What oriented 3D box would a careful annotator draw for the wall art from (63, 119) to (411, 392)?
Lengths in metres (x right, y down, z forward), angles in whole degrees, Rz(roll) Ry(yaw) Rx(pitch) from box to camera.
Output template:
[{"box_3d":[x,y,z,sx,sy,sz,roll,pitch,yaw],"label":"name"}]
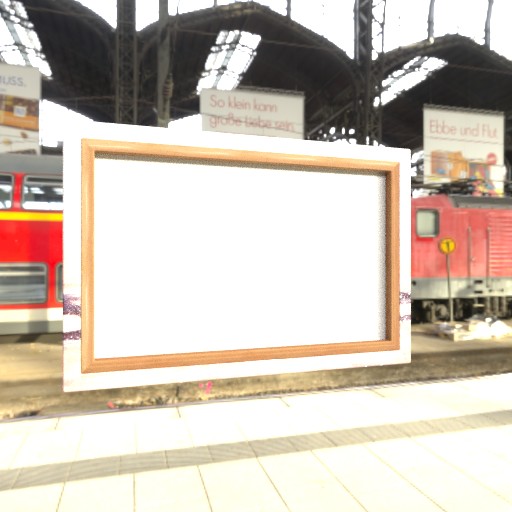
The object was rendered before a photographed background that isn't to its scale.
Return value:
[{"box_3d":[0.000,0.000,1.141,0.913,0.609,0.038,0,0,-18],"label":"wall art"}]
